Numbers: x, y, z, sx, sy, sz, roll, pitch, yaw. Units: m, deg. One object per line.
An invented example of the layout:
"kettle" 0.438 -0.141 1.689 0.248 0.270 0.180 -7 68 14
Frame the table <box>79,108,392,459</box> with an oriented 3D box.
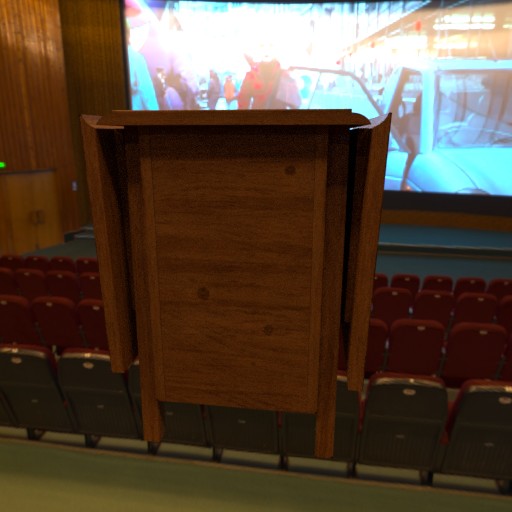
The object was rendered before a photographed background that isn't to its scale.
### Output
"table" 0.000 0.000 1.276 0.591 0.763 0.746 2 15 8
